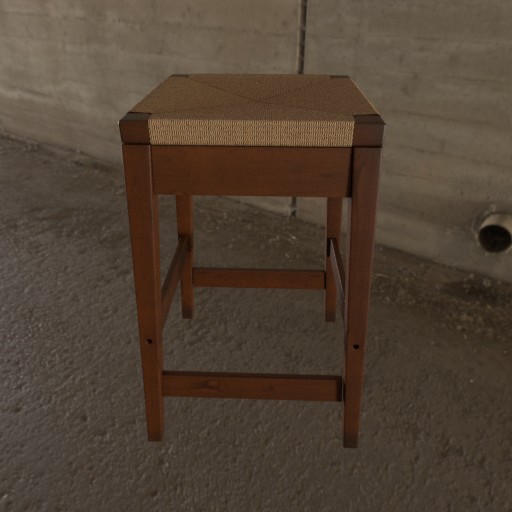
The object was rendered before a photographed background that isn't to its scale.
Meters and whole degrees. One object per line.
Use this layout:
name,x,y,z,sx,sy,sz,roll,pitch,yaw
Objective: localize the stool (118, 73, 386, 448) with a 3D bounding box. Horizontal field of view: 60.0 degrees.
stool,0.000,0.000,1.079,0.507,0.762,0.497,1,32,2
